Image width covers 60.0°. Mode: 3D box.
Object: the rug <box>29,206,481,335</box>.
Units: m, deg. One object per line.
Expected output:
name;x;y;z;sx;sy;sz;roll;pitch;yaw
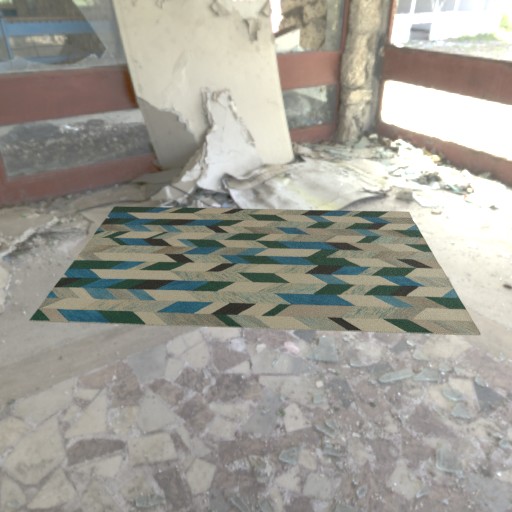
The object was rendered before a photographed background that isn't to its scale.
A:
rug;0.000;0.000;3.013;2.433;0.007;1.507;1;31;2
